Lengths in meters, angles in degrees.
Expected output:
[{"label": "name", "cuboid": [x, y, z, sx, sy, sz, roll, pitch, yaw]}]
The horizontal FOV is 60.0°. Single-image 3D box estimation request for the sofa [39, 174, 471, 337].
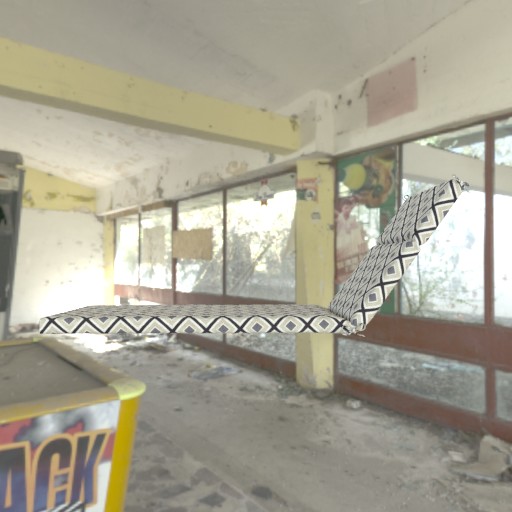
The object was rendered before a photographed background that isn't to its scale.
[{"label": "sofa", "cuboid": [0.000, 0.000, 1.948, 1.663, 0.622, 0.582, 0, -1, -1]}]
